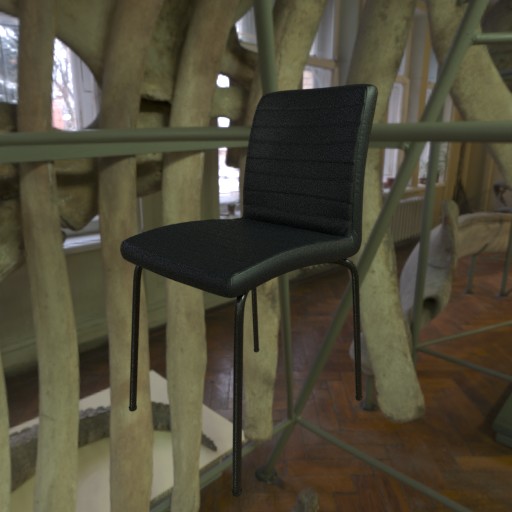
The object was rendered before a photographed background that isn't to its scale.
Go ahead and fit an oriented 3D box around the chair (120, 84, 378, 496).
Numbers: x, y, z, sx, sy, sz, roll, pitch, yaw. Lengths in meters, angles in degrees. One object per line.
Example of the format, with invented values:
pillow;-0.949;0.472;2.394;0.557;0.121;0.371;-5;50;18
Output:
chair;0.000;0.000;1.173;0.450;0.872;0.572;15;21;43
